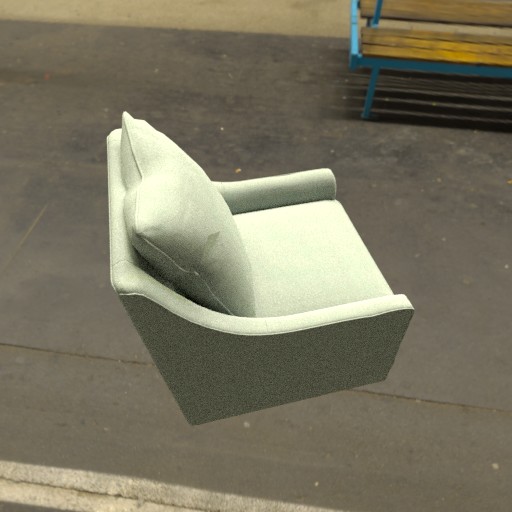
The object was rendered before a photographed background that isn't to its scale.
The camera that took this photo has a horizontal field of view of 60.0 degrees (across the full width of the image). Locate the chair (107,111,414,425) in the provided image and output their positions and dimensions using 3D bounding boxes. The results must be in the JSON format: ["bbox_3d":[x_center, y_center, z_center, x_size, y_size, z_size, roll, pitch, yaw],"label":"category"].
[{"bbox_3d":[0.000,0.000,1.597,0.870,0.926,0.760,-10,47,-9],"label":"chair"}]
